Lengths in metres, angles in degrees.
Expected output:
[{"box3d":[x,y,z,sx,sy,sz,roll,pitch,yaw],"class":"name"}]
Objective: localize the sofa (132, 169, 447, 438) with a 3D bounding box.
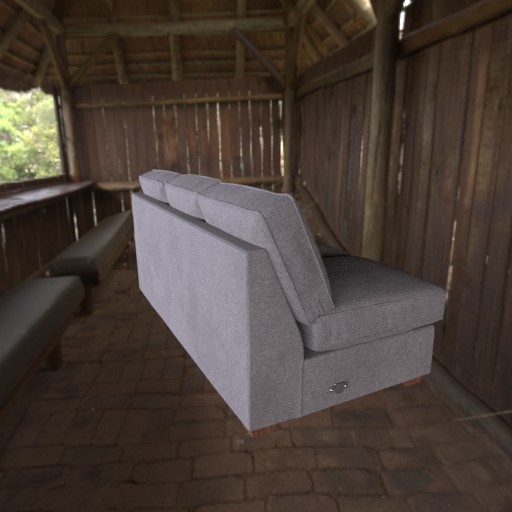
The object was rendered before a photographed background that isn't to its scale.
[{"box3d":[0.000,0.000,2.622,1.027,0.973,1.962,-7,16,-26],"class":"sofa"}]
